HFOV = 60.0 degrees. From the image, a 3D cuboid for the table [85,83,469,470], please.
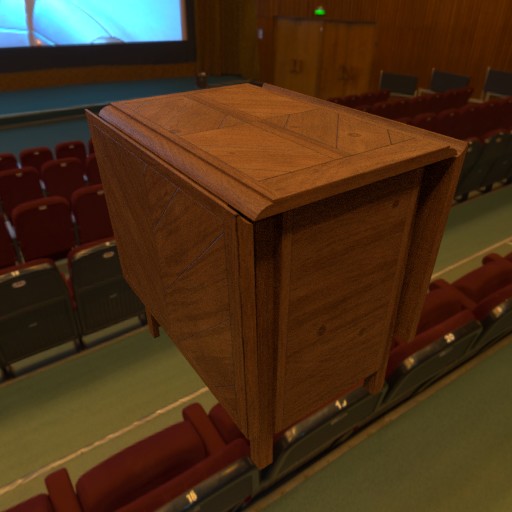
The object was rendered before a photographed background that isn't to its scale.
[{"bbox_3d":[0.000,0.000,1.263,0.591,0.763,0.746,-20,38,-29],"label":"table"}]
